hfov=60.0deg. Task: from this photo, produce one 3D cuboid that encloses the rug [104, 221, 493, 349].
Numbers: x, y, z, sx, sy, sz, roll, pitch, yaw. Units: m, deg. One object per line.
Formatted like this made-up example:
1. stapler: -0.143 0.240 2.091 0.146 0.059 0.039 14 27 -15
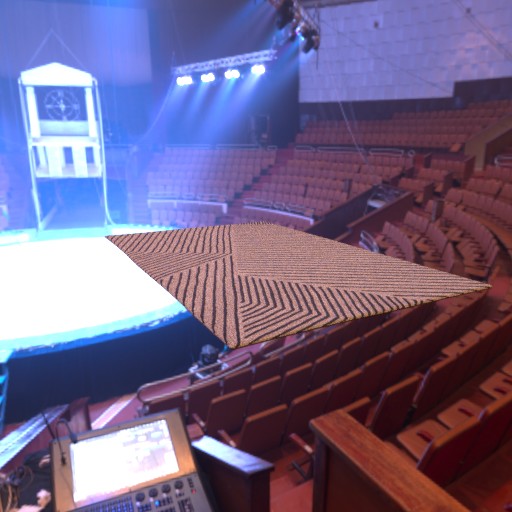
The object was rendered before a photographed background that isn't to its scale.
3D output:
1. rug: 0.000 0.000 2.998 1.539 0.023 2.406 -8 16 -28
